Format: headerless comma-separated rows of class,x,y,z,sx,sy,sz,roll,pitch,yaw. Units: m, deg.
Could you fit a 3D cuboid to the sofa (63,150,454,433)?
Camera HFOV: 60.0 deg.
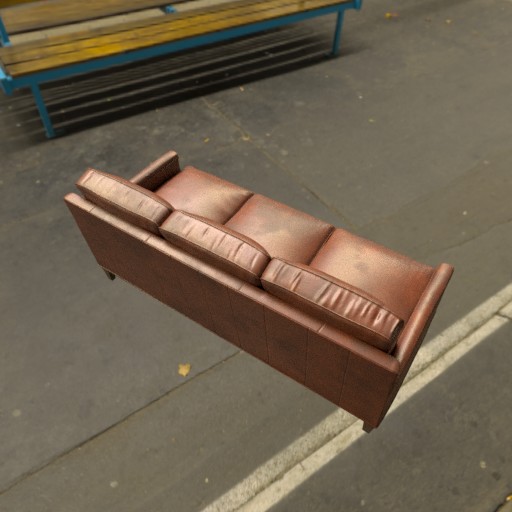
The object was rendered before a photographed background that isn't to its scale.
sofa,0.000,0.000,2.866,2.240,1.003,1.084,26,52,22
